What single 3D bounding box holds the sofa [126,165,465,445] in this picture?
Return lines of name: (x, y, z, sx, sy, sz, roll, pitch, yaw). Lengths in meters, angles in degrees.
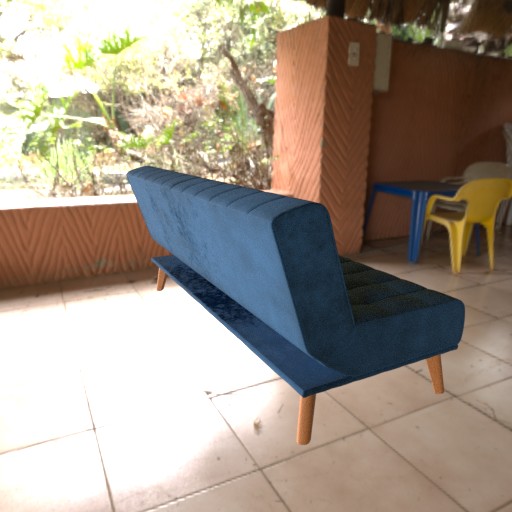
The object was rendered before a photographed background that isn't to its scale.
sofa: (0.000, 0.000, 2.240, 0.855, 0.813, 1.804, -8, 17, -27)
